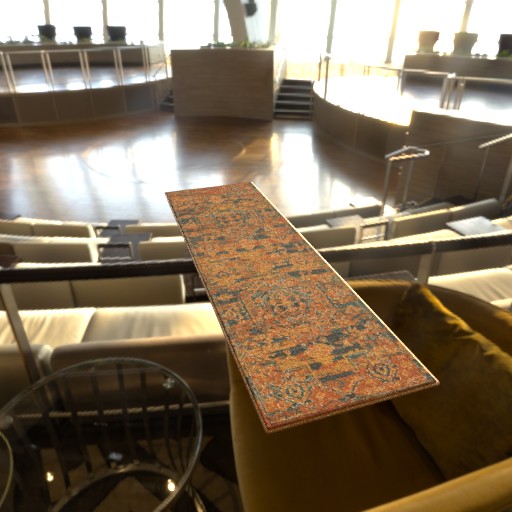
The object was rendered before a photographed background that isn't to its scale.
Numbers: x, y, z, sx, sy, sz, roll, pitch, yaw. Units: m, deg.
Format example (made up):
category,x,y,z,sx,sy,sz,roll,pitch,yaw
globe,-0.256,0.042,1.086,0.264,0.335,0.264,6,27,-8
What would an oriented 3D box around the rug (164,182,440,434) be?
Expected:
category,x,y,z,sx,sy,sz,roll,pitch,yaw
rug,0.000,0.000,1.997,0.556,0.013,1.820,-9,31,-16
